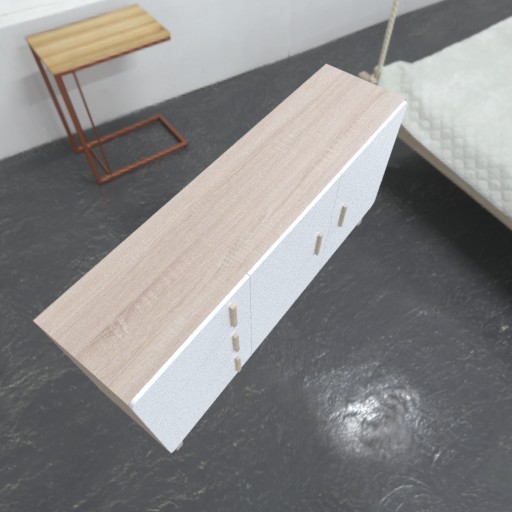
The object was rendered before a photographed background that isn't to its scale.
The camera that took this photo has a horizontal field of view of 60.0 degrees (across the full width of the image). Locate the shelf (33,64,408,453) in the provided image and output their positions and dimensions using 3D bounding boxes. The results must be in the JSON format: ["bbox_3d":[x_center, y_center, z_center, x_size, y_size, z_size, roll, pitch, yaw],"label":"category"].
[{"bbox_3d":[0.000,0.000,1.798,0.400,0.780,1.490,33,62,20],"label":"shelf"}]
